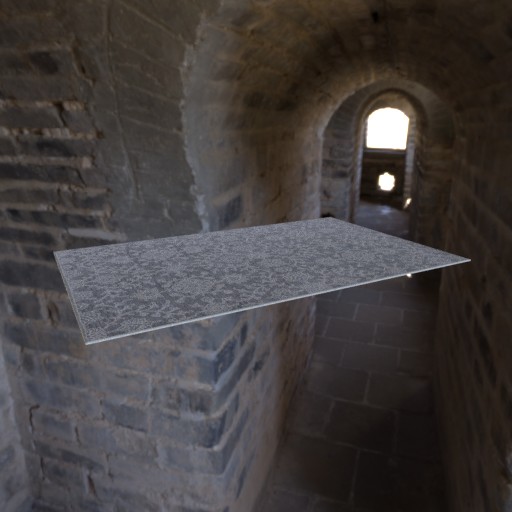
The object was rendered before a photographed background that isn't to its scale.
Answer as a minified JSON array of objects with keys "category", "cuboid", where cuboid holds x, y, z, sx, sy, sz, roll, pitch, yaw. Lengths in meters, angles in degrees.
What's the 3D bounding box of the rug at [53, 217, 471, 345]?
[{"category":"rug","cuboid":[0.000,0.000,3.036,2.430,0.010,1.515,-9,19,-27]}]
